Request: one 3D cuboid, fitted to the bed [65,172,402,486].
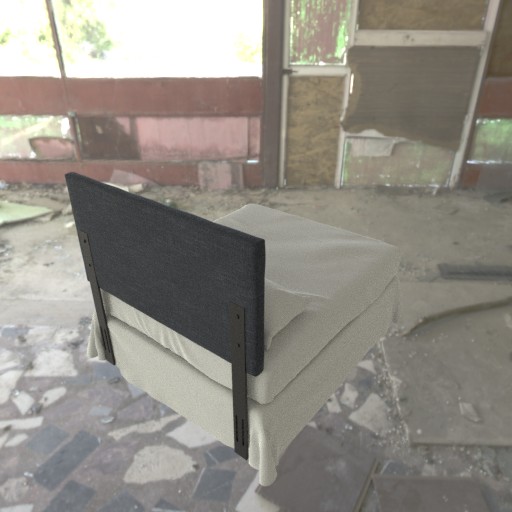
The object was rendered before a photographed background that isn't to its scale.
[{"bbox_3d":[0.000,0.000,3.553,1.936,1.577,2.222,21,35,33],"label":"bed"}]
